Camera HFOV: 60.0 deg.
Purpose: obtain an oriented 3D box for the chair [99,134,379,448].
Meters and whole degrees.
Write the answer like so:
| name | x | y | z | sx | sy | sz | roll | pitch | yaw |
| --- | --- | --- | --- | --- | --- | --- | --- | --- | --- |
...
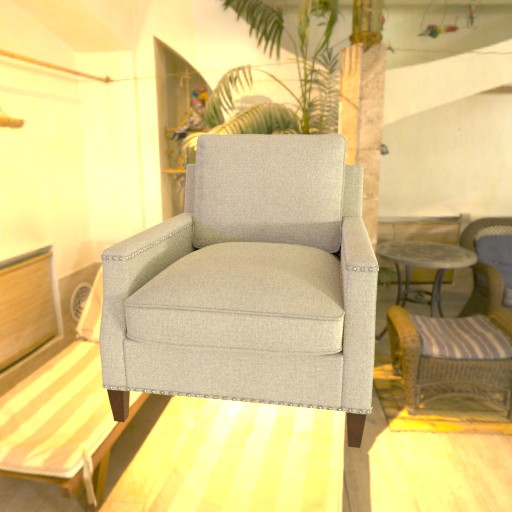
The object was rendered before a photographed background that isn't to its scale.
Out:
| name | x | y | z | sx | sy | sz | roll | pitch | yaw |
| --- | --- | --- | --- | --- | --- | --- | --- | --- | --- |
| chair | 0.000 | 0.000 | 1.732 | 0.853 | 0.943 | 1.014 | 2 | 14 | 9 |
